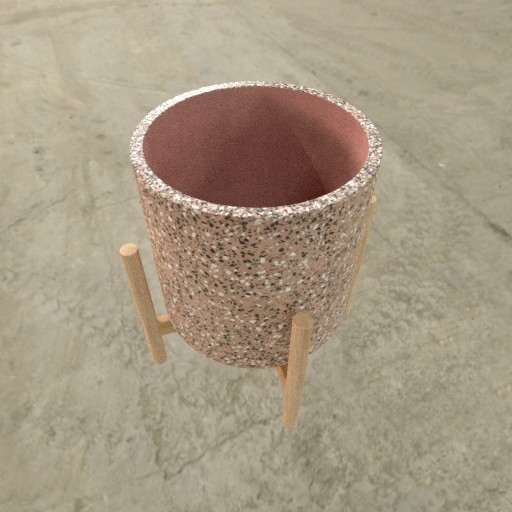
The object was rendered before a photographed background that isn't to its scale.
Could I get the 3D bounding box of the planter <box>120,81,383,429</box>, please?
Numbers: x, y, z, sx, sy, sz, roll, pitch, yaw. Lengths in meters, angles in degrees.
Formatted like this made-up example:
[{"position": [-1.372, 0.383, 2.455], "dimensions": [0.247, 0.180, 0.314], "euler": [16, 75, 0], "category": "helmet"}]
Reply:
[{"position": [0.000, 0.000, 0.690], "dimensions": [0.360, 0.419, 0.360], "euler": [3, 46, 3], "category": "planter"}]
